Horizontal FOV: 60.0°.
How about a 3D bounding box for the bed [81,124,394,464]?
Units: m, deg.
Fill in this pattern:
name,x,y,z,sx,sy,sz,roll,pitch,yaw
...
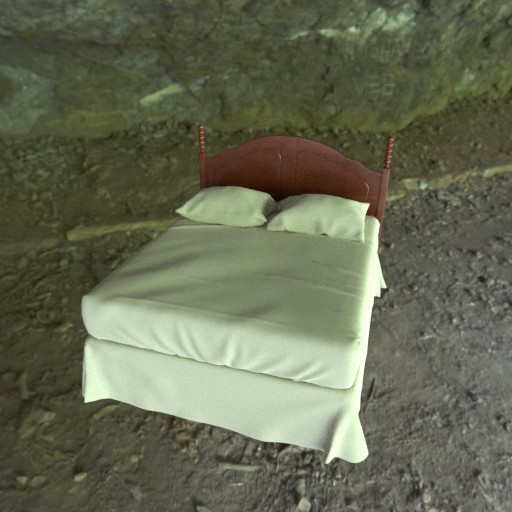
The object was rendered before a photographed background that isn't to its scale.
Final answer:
name,x,y,z,sx,sy,sz,roll,pitch,yaw
bed,0.000,0.000,3.122,1.873,1.356,2.040,8,29,15
